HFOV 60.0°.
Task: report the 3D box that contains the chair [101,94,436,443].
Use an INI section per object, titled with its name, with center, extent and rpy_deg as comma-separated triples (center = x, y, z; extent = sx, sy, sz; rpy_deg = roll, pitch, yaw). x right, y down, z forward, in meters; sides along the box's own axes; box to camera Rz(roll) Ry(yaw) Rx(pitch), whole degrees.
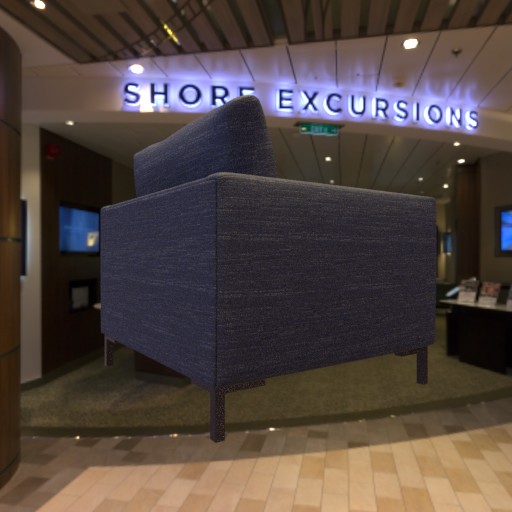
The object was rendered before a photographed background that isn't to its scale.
[chair]
center = 0.000, 0.000, 1.621
extent = 0.866, 0.861, 0.963
rpy_deg = 0, 0, -35
